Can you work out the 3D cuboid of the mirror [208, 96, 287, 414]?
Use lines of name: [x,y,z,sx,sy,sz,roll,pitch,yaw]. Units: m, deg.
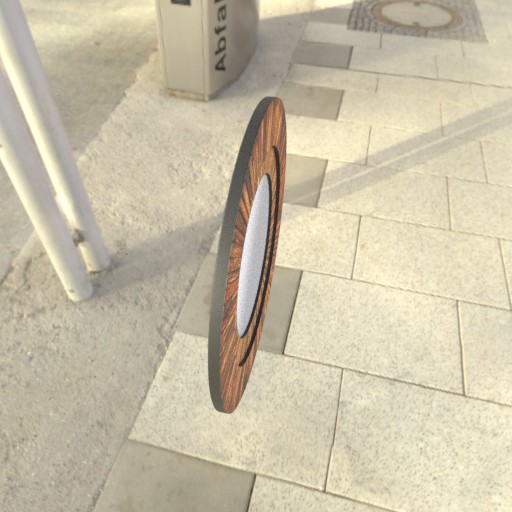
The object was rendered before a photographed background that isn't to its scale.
mirror: [0.000,0.000,1.586,0.036,1.077,1.077,9,47,8]
